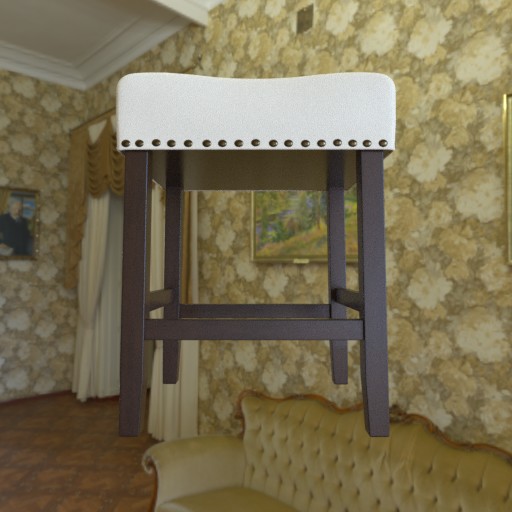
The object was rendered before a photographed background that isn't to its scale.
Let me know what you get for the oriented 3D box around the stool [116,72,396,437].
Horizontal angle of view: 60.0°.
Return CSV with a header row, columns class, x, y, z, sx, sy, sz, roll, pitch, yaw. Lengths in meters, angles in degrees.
class,x,y,z,sx,sy,sz,roll,pitch,yaw
stool,0.000,0.000,0.922,0.471,0.609,0.401,0,-2,0
